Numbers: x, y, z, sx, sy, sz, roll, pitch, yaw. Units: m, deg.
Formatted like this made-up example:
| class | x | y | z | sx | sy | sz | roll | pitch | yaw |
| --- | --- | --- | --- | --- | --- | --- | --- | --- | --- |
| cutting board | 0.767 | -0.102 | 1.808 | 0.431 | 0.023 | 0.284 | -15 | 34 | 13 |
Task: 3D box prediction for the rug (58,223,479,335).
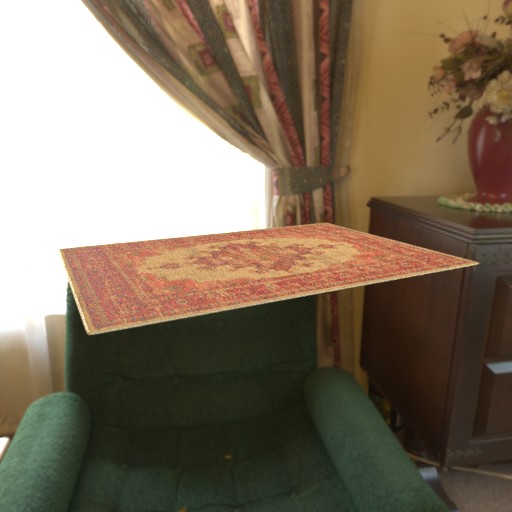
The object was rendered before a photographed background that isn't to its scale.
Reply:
| class | x | y | z | sx | sy | sz | roll | pitch | yaw |
| --- | --- | --- | --- | --- | --- | --- | --- | --- | --- |
| rug | 0.000 | 0.000 | 2.837 | 2.232 | 0.011 | 1.555 | -7 | 16 | -26 |
